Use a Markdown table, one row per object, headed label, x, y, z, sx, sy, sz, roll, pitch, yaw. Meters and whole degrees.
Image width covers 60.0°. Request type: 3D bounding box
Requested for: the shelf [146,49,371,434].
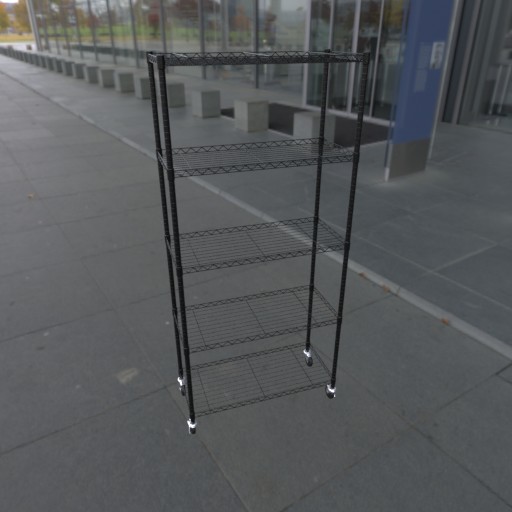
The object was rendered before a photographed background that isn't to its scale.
| label | x | y | z | sx | sy | sz | roll | pitch | yaw |
| --- | --- | --- | --- | --- | --- | --- | --- | --- | --- |
| shelf | 0.000 | 0.000 | 1.962 | 0.762 | 1.645 | 0.356 | -8 | 28 | -16 |
